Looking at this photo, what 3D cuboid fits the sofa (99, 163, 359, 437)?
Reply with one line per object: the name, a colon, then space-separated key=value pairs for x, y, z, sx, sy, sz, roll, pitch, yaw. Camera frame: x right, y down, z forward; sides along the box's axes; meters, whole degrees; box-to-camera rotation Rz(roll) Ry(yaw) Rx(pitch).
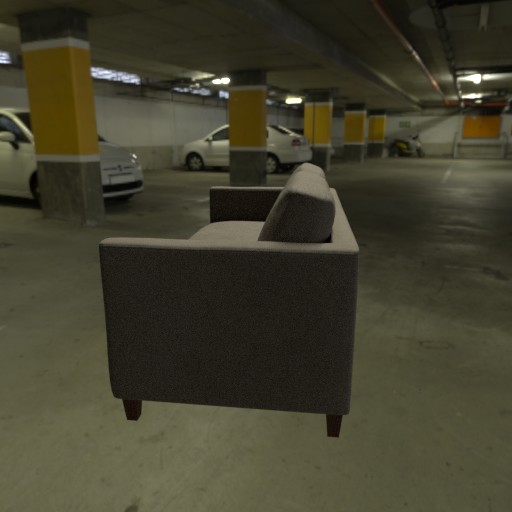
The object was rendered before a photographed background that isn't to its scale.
sofa: x=0.000 y=0.000 z=2.473 sx=0.950 sy=0.963 sz=1.884 roll=2 pitch=15 yaw=7
